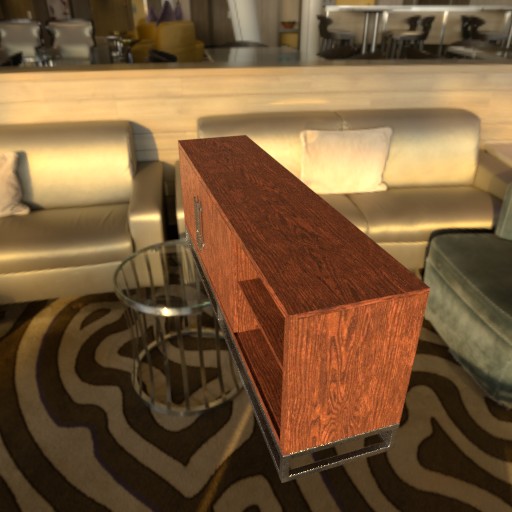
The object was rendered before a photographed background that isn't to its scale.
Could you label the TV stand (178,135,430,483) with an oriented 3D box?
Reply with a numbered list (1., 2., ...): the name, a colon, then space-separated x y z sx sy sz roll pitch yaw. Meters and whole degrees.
1. TV stand: 0.000 0.000 1.783 0.382 0.578 1.541 -9 30 -15
